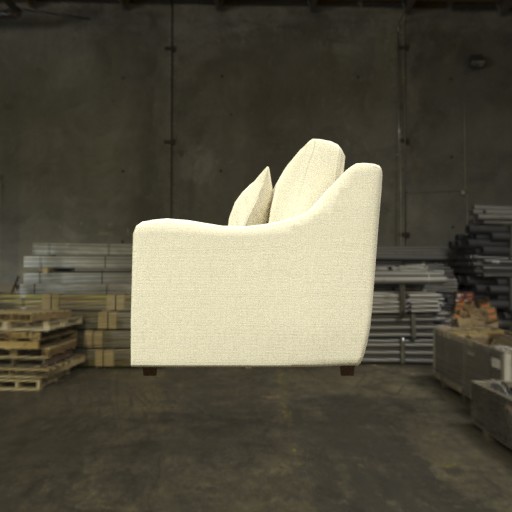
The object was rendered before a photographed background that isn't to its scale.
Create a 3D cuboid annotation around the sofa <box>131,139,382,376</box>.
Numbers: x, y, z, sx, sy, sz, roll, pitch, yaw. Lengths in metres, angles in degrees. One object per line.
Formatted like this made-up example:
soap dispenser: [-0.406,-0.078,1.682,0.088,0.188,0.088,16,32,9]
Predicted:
sofa: [0.000,0.000,2.960,1.009,1.022,2.470,0,-1,0]
